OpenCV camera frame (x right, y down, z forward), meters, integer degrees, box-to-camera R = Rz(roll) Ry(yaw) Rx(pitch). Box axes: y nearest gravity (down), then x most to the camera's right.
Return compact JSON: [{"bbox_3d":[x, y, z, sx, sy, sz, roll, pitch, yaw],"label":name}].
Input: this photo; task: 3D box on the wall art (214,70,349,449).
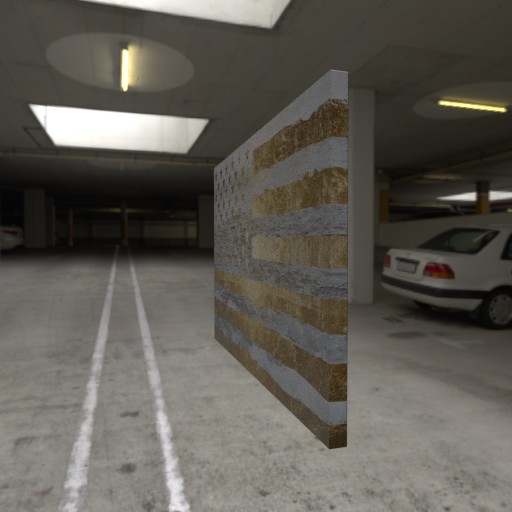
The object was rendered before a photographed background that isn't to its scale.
[{"bbox_3d":[0.000,0.000,1.441,0.041,0.762,1.145,0,1,-17],"label":"wall art"}]
